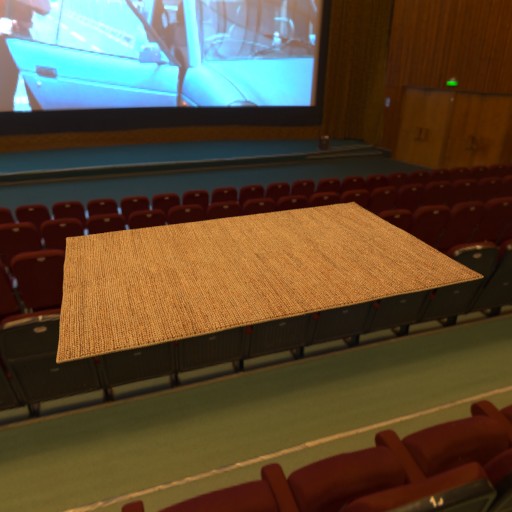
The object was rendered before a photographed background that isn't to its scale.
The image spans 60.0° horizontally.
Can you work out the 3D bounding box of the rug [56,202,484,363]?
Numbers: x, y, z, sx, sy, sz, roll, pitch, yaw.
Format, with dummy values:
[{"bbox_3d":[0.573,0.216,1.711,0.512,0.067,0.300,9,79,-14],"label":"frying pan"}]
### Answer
[{"bbox_3d":[0.000,0.000,3.001,2.438,0.034,1.521,-9,27,-18],"label":"rug"}]
